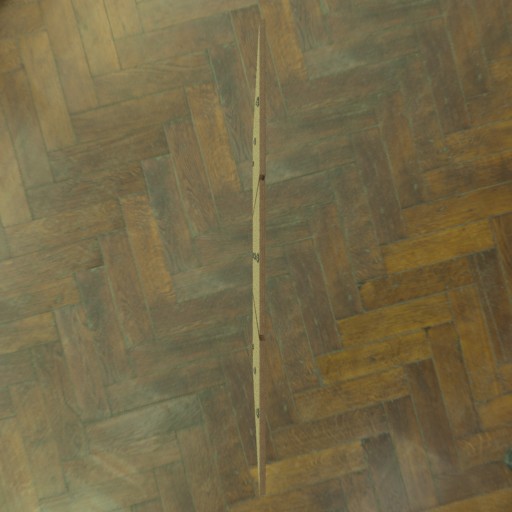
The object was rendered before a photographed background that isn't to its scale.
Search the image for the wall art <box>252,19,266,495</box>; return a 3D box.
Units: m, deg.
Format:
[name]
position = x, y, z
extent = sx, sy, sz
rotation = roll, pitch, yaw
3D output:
[wall art]
position = 0.000, 0.000, 1.745
extent = 0.024, 1.218, 1.221
rotation = 0, 91, -1
